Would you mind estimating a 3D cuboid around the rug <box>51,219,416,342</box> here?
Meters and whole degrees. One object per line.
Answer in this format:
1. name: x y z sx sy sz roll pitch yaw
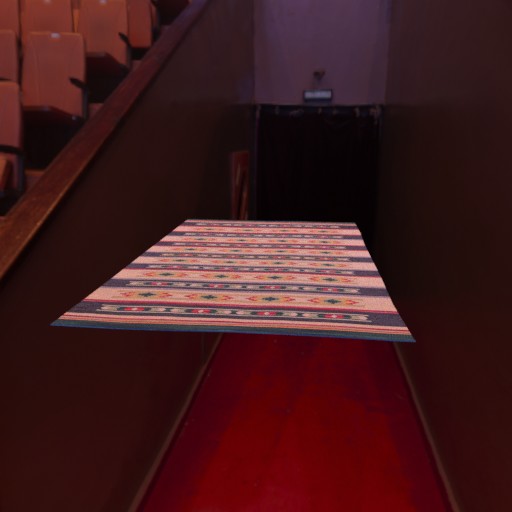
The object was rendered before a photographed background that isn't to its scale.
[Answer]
1. rug: 0.000 0.000 2.916 1.522 0.010 2.311 2 16 6
